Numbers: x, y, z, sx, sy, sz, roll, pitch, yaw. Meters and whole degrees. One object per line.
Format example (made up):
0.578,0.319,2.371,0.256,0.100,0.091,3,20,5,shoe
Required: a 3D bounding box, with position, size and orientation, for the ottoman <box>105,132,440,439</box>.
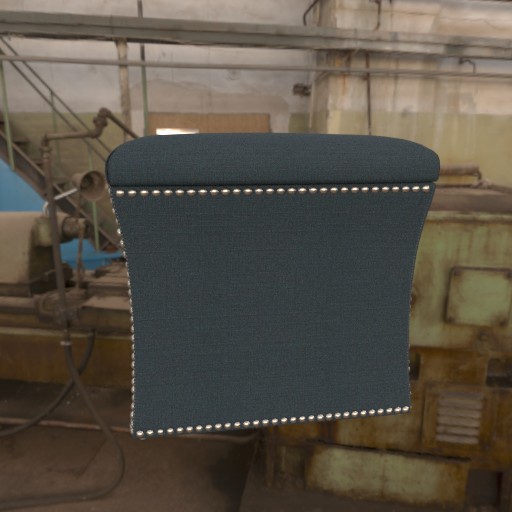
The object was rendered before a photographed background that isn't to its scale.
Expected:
0.000,0.000,0.890,0.497,0.475,0.507,-2,14,-8,ottoman
